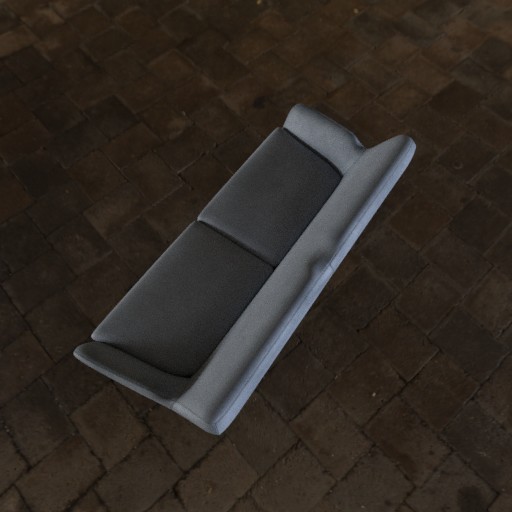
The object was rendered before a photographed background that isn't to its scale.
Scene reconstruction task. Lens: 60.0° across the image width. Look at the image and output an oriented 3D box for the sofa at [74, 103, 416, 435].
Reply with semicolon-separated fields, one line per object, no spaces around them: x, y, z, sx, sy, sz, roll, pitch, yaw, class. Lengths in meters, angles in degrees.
0.000;0.000;2.363;0.850;0.810;1.870;32;67;15;sofa
